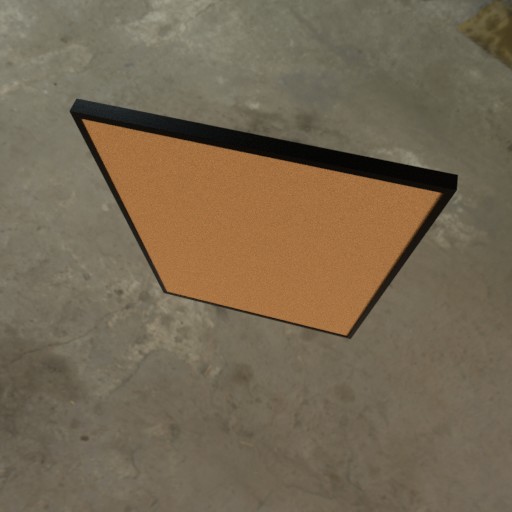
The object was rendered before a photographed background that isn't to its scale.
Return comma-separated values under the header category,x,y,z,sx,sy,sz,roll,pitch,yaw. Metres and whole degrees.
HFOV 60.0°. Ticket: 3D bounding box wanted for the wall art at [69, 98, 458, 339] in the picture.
category,x,y,z,sx,sy,sz,roll,pitch,yaw
wall art,0.000,0.000,1.377,0.805,1.062,0.040,13,65,6
